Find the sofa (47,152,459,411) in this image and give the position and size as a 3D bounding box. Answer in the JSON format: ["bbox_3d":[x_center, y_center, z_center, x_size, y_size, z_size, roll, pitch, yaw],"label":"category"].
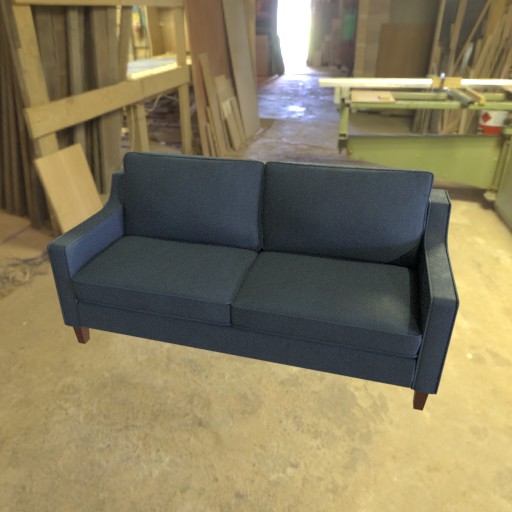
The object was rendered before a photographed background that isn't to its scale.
[{"bbox_3d":[0.000,0.000,2.742,2.178,1.071,1.066,7,29,14],"label":"sofa"}]
